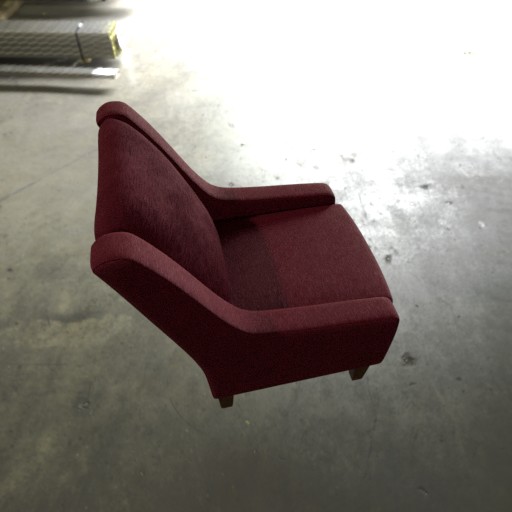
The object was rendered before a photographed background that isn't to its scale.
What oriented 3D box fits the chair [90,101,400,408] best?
[{"bbox_3d":[0.000,0.000,1.731,0.985,1.017,0.793,-9,48,-8],"label":"chair"}]
